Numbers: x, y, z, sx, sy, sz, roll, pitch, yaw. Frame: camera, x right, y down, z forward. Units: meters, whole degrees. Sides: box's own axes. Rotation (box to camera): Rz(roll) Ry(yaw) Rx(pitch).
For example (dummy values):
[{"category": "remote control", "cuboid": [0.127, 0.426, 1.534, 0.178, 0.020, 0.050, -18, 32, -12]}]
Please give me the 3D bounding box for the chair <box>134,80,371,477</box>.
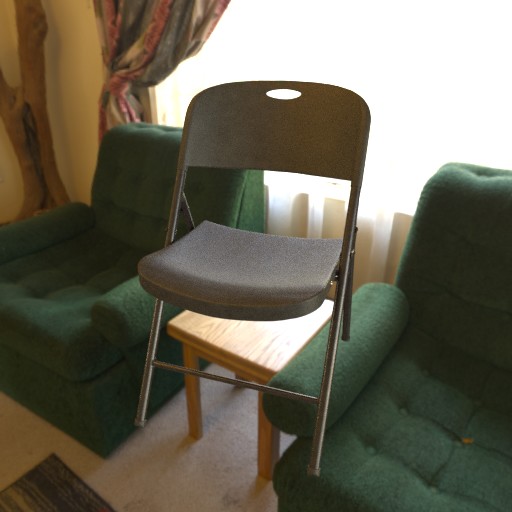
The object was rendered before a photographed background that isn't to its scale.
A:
[{"category": "chair", "cuboid": [0.000, 0.000, 1.154, 0.494, 0.810, 0.566, 8, 28, 16]}]
